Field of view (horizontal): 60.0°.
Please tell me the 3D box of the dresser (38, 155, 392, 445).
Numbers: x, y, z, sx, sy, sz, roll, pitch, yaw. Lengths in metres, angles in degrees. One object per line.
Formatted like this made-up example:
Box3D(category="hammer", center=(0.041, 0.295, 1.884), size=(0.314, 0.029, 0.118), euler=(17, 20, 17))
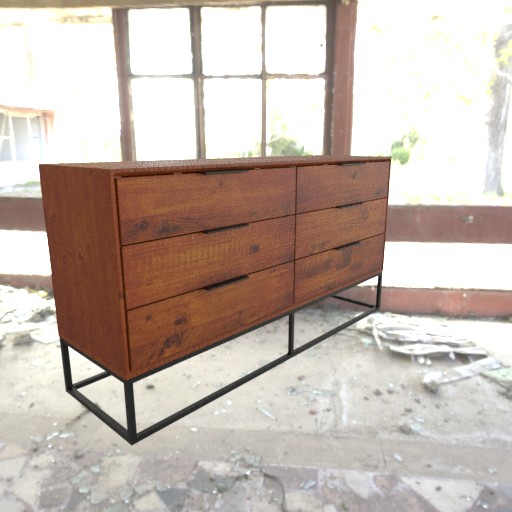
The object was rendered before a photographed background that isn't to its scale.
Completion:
Box3D(category="dresser", center=(0.000, 0.000, 1.900), size=(0.464, 0.810, 1.536), euler=(13, 19, 41))
